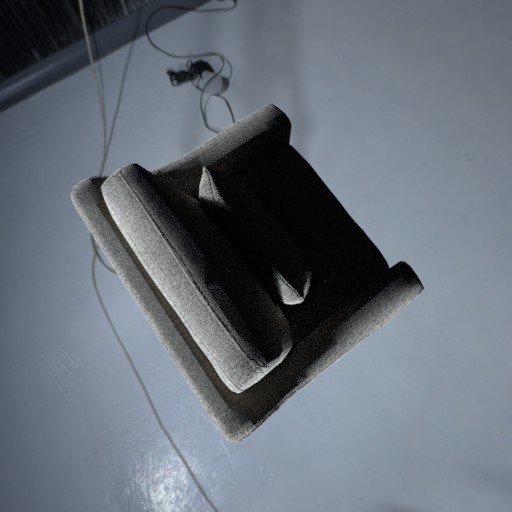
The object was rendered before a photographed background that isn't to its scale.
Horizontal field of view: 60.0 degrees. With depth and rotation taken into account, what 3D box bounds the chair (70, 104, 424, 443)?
[{"bbox_3d":[0.000,0.000,1.978,1.009,1.037,1.138,-34,78,-9],"label":"chair"}]
